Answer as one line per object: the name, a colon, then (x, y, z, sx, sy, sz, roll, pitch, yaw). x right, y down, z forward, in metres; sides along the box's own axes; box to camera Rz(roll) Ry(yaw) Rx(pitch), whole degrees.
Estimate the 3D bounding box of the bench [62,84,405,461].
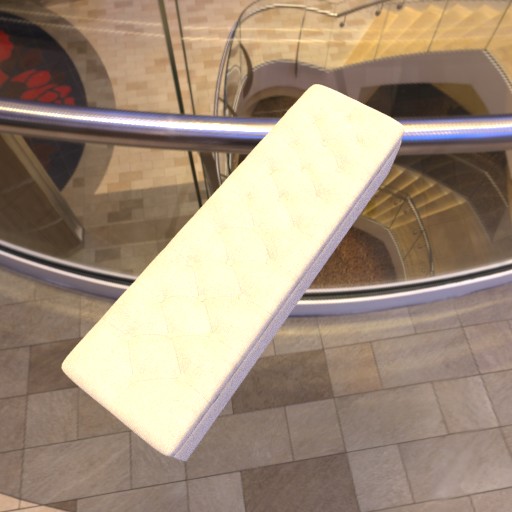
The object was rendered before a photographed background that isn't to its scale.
bench: (0.000, 0.000, 1.732, 0.455, 0.467, 1.480, 32, 67, 15)
